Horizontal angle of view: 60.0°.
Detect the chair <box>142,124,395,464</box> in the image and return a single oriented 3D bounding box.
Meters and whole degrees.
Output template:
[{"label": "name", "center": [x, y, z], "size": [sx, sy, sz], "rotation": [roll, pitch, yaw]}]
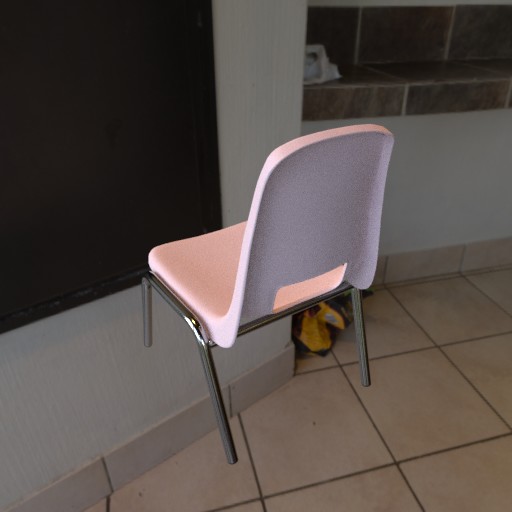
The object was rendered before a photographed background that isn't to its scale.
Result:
[{"label": "chair", "center": [0.000, 0.000, 0.800], "size": [0.354, 0.536, 0.385], "rotation": [-18, 35, -28]}]
